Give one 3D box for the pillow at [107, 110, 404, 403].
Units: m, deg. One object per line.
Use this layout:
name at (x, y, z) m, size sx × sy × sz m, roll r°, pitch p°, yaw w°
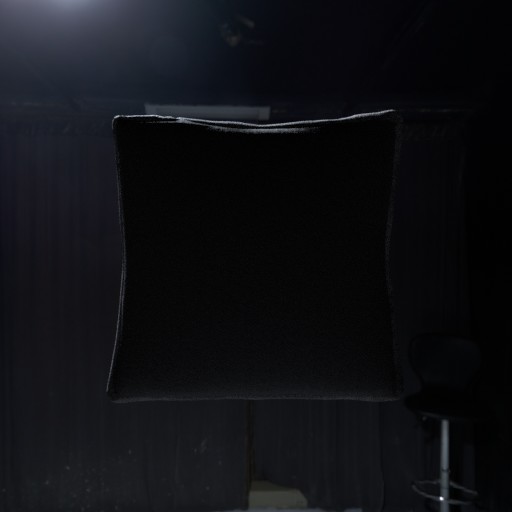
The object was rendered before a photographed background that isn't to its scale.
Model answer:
pillow at (0.000, 0.000, 0.797) m, size 0.522 × 0.520 × 0.204 m, roll 0°, pitch 0°, yaw -1°
